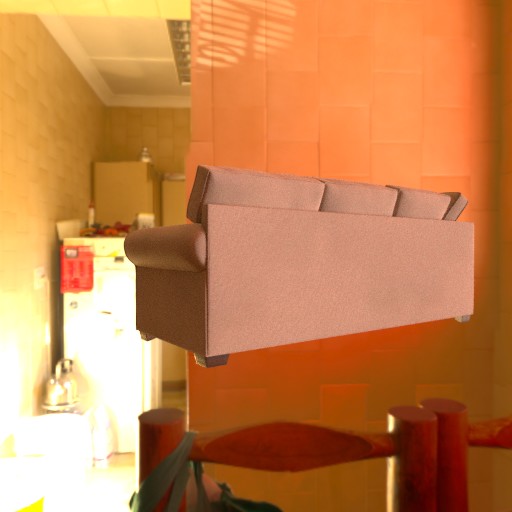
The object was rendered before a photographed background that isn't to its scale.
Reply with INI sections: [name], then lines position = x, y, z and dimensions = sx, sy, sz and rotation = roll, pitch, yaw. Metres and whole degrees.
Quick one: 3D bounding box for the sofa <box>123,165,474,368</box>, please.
[sofa]
position = 0.000, 0.000, 3.835
dimensions = 2.562, 1.053, 2.487
rotation = -1, 1, -36
